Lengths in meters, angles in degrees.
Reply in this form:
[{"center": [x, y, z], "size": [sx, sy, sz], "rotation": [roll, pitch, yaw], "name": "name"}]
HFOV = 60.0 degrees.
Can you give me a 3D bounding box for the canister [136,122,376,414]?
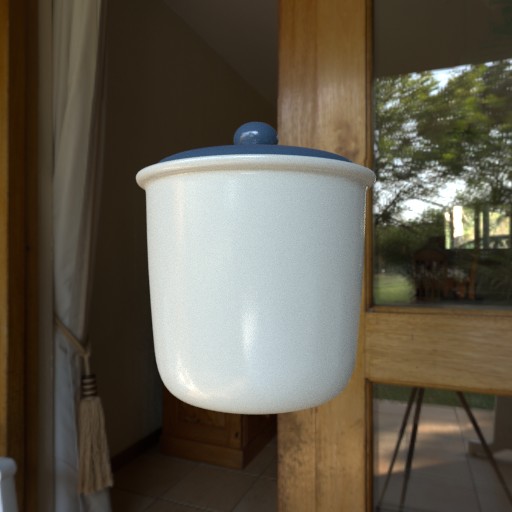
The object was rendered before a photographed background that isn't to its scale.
[{"center": [0.000, 0.000, 0.348], "size": [0.182, 0.208, 0.182], "rotation": [0, 0, 0], "name": "canister"}]
